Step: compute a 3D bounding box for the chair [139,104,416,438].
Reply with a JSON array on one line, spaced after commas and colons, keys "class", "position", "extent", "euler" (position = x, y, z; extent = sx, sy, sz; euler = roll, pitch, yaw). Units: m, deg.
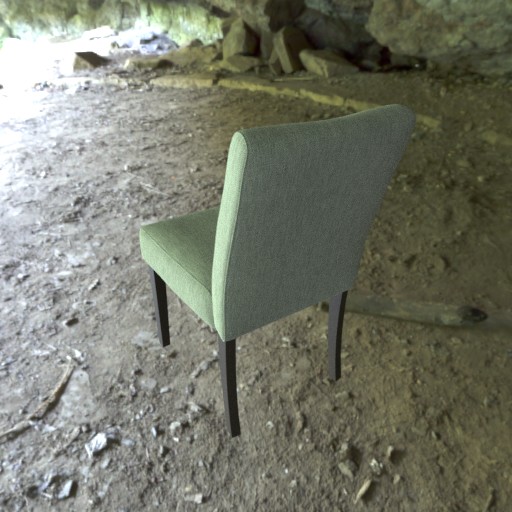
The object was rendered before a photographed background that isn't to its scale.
[{"class": "chair", "position": [0.000, 0.000, 1.275], "extent": [0.487, 0.884, 0.629], "euler": [-18, 35, -29]}]
